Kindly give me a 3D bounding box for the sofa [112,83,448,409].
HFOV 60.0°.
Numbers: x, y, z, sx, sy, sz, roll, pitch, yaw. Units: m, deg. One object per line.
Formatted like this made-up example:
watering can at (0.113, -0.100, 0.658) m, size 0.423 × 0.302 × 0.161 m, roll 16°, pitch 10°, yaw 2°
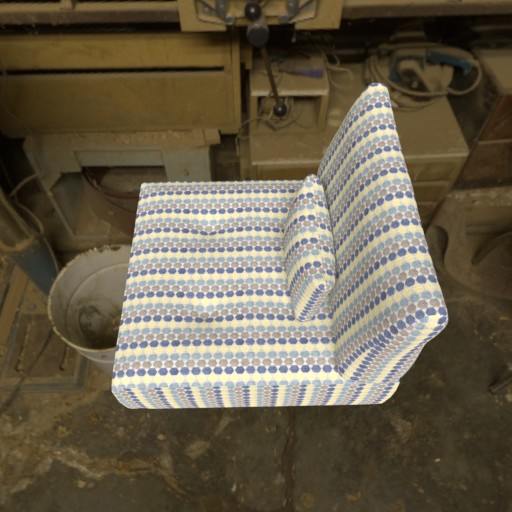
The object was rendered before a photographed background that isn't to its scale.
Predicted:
sofa at (0.000, 0.000, 1.643) m, size 1.000 × 0.830 × 0.930 m, roll -1°, pitch 58°, yaw -1°
